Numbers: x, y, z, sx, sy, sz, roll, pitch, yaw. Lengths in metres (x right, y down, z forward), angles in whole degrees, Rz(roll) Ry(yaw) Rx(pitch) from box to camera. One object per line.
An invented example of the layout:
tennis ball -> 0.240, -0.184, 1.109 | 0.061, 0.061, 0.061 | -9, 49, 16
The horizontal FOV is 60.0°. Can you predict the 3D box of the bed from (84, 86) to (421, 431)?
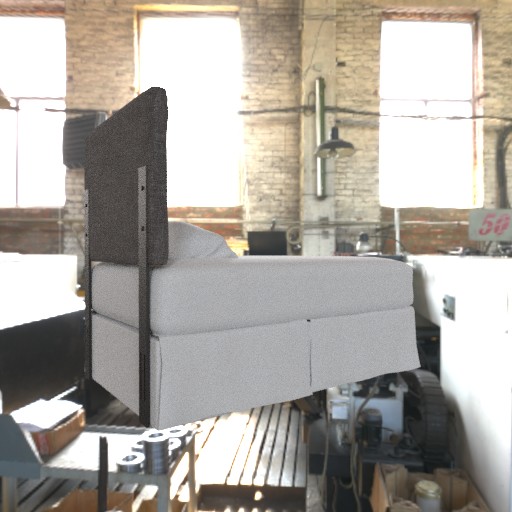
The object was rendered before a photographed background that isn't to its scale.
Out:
bed -> 0.000, 0.000, 3.025 | 1.997, 1.571, 1.261 | 0, 1, -36
